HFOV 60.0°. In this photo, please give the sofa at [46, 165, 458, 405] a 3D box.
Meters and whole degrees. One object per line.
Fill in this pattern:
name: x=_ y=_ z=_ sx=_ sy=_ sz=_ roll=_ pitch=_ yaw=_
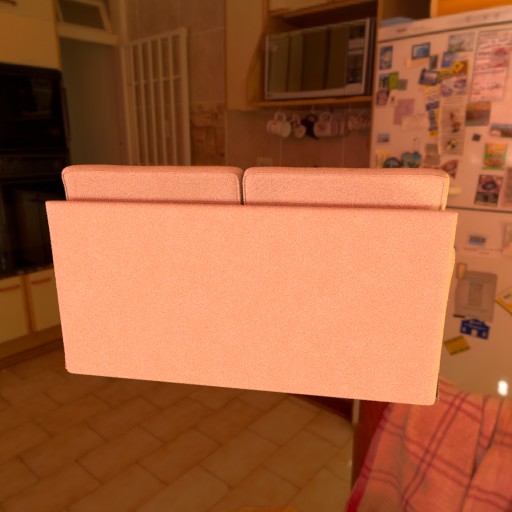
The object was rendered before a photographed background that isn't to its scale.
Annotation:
sofa: x=0.000 y=0.000 z=2.264 sx=1.727 sy=0.940 sz=0.991 roll=2 pitch=15 yaw=9
